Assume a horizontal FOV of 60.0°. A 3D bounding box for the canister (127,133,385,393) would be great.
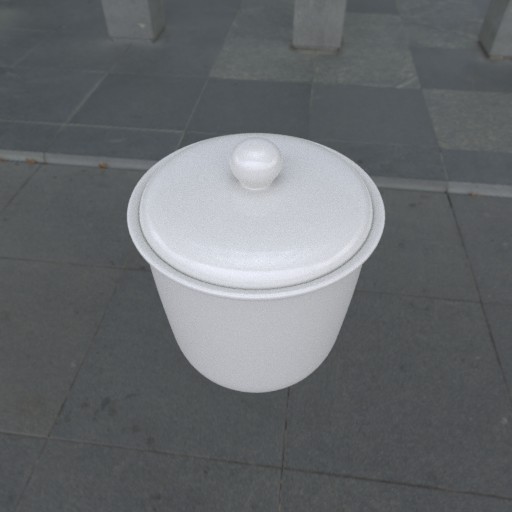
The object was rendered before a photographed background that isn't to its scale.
[{"bbox_3d":[0.000,0.000,0.360,0.182,0.208,0.182,0,46,0],"label":"canister"}]
